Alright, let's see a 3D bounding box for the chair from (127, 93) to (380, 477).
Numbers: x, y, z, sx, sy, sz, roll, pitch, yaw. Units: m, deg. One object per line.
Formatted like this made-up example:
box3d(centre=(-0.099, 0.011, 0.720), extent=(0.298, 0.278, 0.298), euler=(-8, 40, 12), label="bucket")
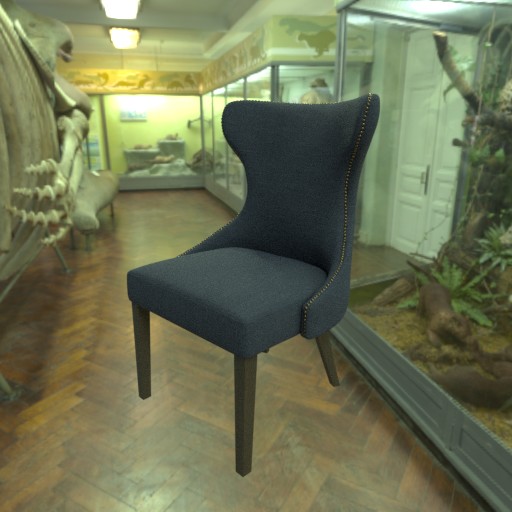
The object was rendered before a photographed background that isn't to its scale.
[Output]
box3d(centre=(0.000, 0.000, 1.399), extent=(0.628, 0.967, 0.635), euler=(16, 22, 43), label="chair")
